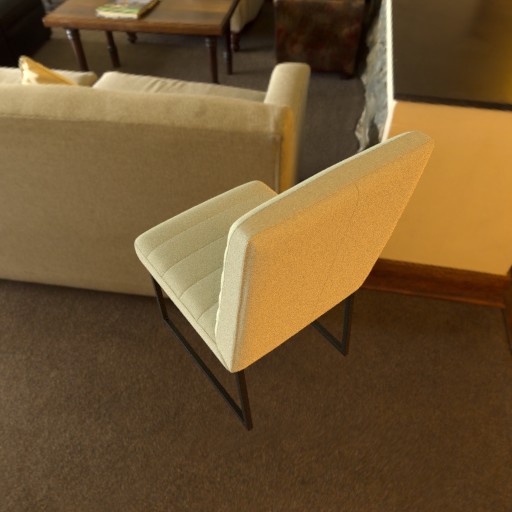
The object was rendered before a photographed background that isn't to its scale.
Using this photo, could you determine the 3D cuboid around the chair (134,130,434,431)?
[{"bbox_3d":[0.000,0.000,1.330,0.520,0.930,0.634,-30,54,-25],"label":"chair"}]
